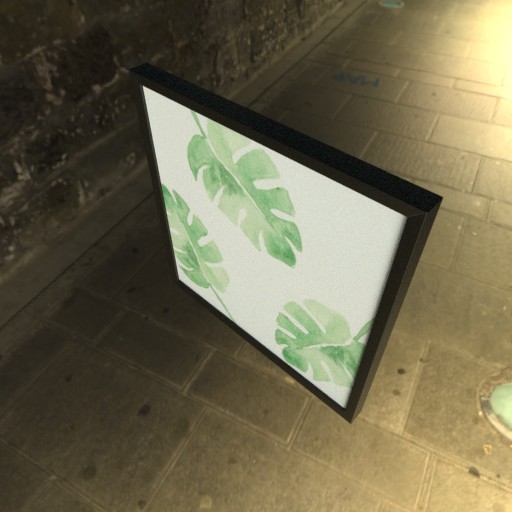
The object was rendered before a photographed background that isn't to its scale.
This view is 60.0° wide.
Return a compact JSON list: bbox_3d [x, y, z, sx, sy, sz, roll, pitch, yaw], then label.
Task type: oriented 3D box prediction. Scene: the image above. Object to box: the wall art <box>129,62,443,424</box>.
[{"bbox_3d":[0.000,0.000,0.761,0.508,0.508,0.036,33,55,28],"label":"wall art"}]
